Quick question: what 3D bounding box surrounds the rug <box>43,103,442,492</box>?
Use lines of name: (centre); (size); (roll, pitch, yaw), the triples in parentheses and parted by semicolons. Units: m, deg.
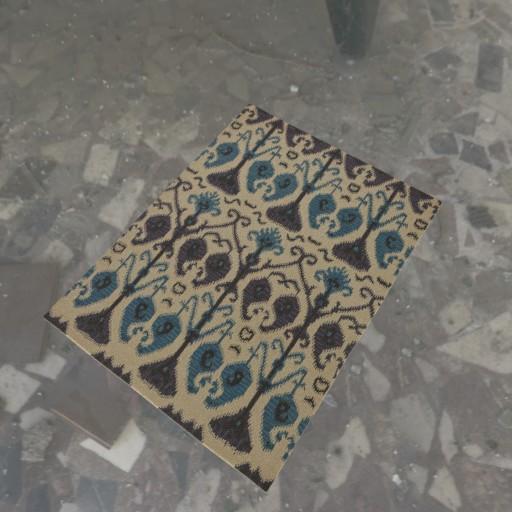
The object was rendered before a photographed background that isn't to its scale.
rug: (0.000, 0.000, 4.270); (2.443, 0.024, 3.228); (32, 67, 15)
